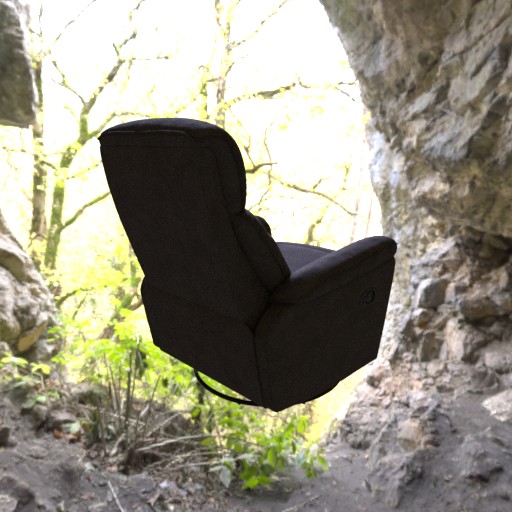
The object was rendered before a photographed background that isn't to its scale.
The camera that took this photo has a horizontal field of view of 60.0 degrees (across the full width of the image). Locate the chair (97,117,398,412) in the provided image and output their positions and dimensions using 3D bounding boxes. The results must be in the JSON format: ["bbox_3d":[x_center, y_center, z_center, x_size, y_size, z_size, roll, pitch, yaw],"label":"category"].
[{"bbox_3d":[0.000,0.000,1.783,0.830,1.036,1.009,14,20,42],"label":"chair"}]
